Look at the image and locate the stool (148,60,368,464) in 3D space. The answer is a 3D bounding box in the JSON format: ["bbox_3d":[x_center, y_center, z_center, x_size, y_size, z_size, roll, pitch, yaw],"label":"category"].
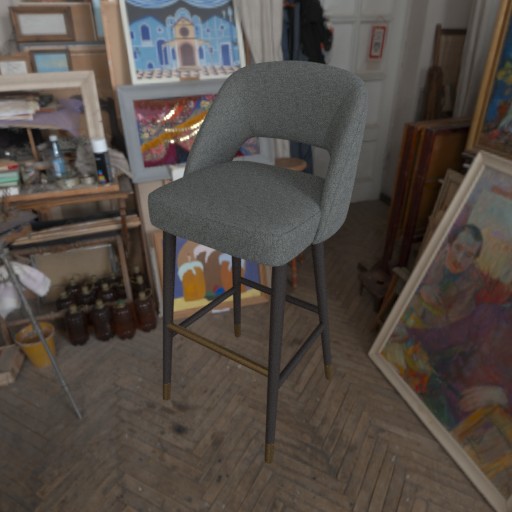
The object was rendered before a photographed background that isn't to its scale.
[{"bbox_3d":[0.000,0.000,1.396,0.536,1.089,0.524,19,35,30],"label":"stool"}]
